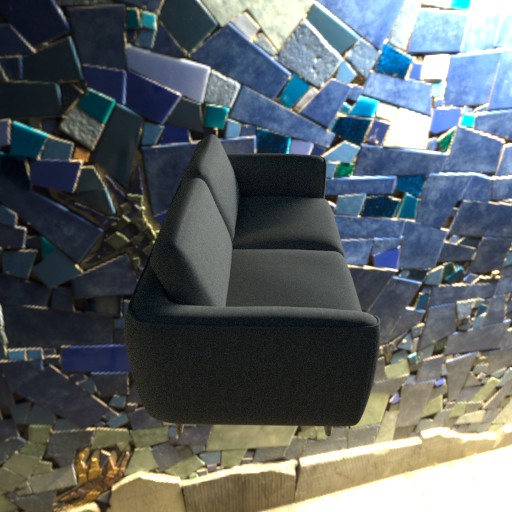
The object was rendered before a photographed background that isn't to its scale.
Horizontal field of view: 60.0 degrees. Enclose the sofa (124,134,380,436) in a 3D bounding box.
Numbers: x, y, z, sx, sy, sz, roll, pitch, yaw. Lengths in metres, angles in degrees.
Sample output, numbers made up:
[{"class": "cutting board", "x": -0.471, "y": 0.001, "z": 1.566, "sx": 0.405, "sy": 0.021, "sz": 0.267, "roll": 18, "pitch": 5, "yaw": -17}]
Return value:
[{"class": "sofa", "x": 0.000, "y": 0.000, "z": 2.218, "sx": 0.920, "sy": 0.870, "sz": 1.700, "roll": 1, "pitch": 32, "yaw": 1}]
